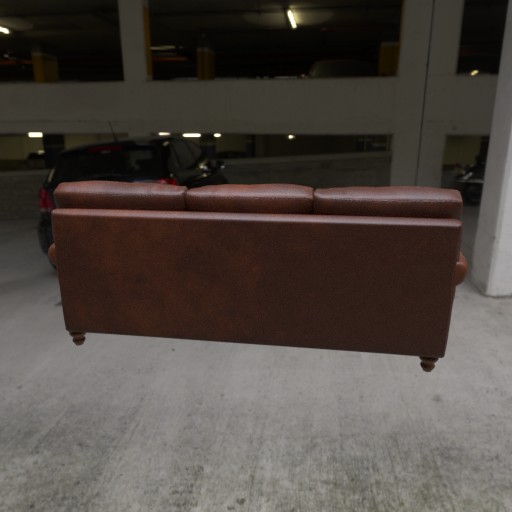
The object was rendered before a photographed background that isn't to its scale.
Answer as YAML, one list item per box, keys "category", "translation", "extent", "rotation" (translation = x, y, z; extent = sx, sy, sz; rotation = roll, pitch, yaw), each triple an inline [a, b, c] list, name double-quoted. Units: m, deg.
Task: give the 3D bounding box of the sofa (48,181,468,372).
- category: "sofa"
  translation: [0.000, 0.000, 2.815]
  extent: [2.351, 0.977, 0.973]
  rotation: [2, 16, 8]
